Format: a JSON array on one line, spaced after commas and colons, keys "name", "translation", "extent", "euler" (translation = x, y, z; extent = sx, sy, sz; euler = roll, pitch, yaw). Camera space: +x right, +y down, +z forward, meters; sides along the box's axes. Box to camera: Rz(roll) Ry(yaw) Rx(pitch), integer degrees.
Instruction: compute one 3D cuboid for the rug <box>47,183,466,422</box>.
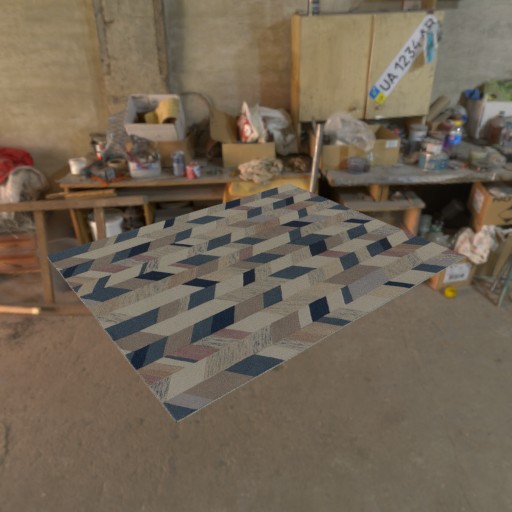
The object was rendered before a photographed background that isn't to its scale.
[{"name": "rug", "translation": [0.000, 0.000, 4.141], "extent": [3.072, 0.011, 2.451], "euler": [-21, 36, -33]}]
